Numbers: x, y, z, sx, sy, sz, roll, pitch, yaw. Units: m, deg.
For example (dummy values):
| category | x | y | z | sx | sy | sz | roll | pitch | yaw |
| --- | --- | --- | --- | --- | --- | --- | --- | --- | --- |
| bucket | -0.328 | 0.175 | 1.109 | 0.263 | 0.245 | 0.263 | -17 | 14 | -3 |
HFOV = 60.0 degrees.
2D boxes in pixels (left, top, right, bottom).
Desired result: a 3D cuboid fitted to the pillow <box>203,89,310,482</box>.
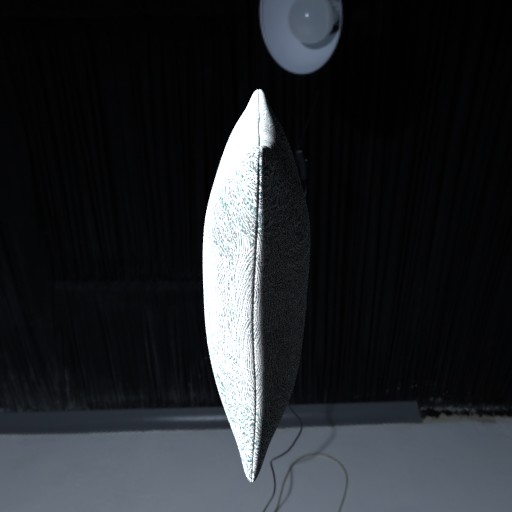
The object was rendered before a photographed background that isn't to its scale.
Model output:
| category | x | y | z | sx | sy | sz | roll | pitch | yaw |
| --- | --- | --- | --- | --- | --- | --- | --- | --- | --- |
| pillow | 0.000 | 0.000 | 0.789 | 0.166 | 0.507 | 0.526 | 0 | 27 | 0 |
